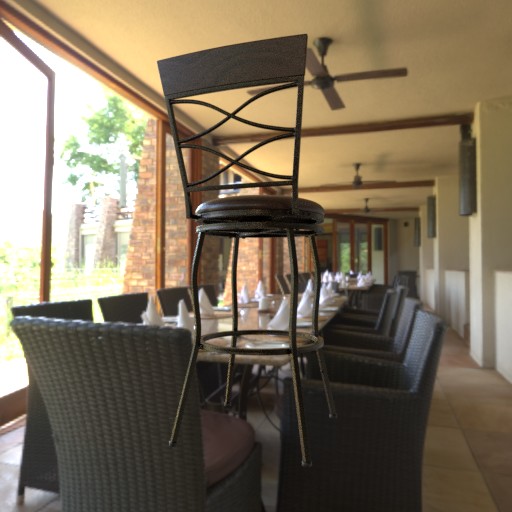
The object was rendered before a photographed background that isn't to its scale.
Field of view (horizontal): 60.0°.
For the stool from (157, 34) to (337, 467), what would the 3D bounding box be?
[{"bbox_3d":[0.000,0.000,1.420,0.448,1.130,0.513,-1,-2,20],"label":"stool"}]
